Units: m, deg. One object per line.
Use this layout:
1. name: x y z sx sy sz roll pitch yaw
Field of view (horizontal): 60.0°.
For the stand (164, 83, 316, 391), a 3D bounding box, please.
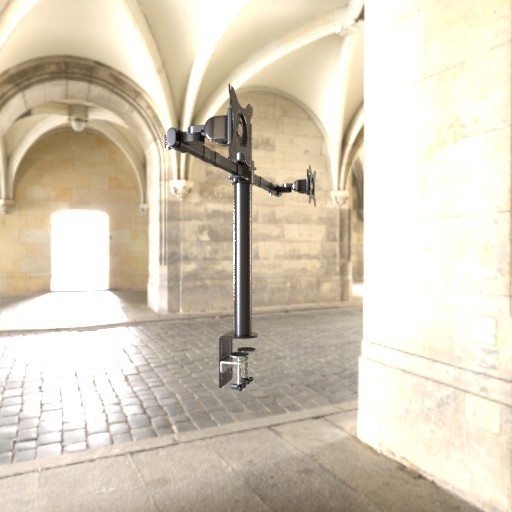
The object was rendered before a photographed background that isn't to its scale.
1. stand: 0.000 0.000 1.010 0.150 0.603 0.743 0 1 17
